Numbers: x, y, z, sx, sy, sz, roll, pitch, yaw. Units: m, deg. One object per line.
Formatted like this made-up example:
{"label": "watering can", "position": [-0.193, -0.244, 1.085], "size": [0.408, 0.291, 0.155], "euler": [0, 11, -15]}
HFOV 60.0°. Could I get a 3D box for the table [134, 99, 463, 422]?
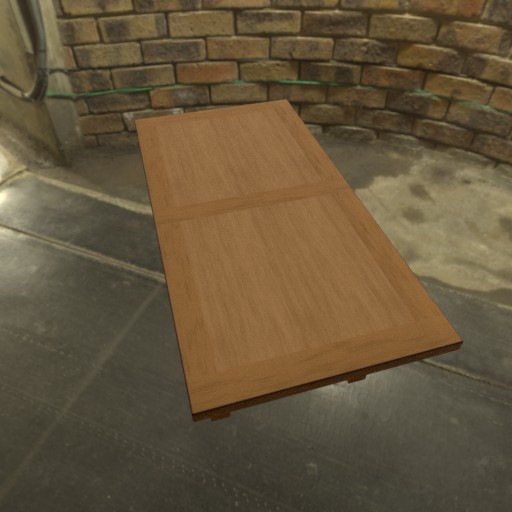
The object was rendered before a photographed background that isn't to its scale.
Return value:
{"label": "table", "position": [0.000, 0.000, 2.449], "size": [1.000, 0.762, 1.982], "euler": [-12, 46, -11]}
